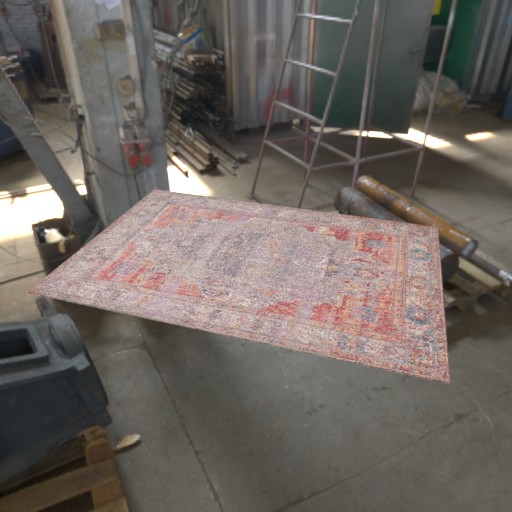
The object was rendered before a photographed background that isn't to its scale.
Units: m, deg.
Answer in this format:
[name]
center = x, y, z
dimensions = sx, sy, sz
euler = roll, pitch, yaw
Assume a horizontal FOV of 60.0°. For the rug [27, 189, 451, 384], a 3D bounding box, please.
[rug]
center = 0.000, 0.000, 2.300
dimensions = 1.829, 0.005, 1.219
euler = 9, 34, 14
